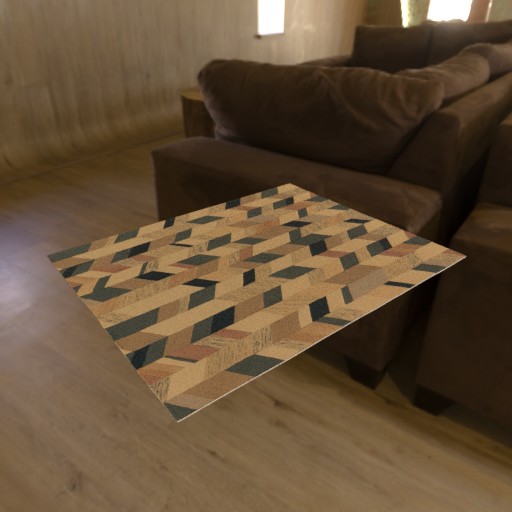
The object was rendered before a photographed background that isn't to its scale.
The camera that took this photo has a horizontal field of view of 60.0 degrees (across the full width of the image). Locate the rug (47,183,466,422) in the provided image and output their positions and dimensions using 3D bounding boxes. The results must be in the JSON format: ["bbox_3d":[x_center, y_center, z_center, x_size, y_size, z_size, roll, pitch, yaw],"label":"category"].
[{"bbox_3d":[0.000,0.000,4.141,3.072,0.011,2.451,-21,36,-33],"label":"rug"}]
